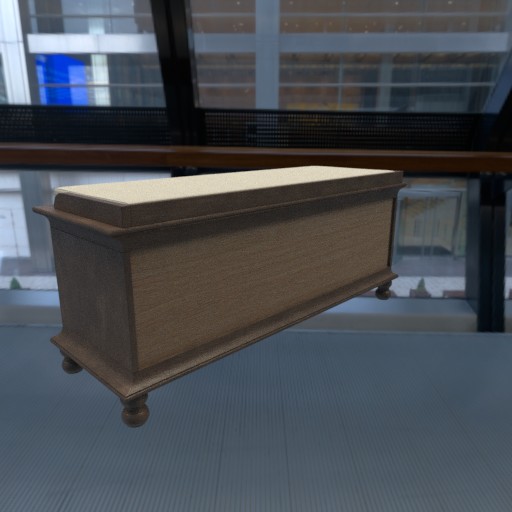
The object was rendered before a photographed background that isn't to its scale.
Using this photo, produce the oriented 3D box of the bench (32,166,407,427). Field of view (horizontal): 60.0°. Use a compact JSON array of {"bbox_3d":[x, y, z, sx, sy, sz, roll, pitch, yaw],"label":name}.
[{"bbox_3d":[0.000,0.000,1.429,0.402,0.501,1.185,15,21,43],"label":"bench"}]
